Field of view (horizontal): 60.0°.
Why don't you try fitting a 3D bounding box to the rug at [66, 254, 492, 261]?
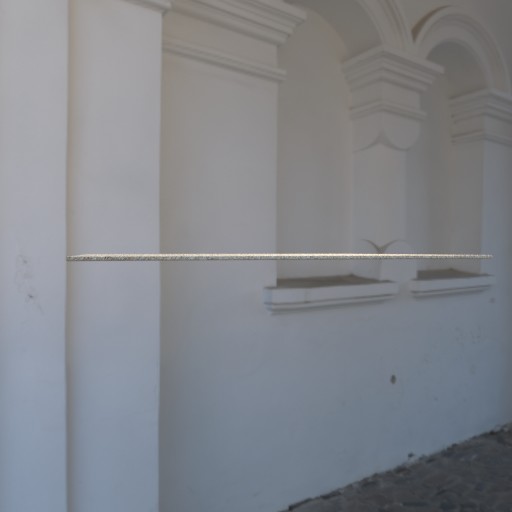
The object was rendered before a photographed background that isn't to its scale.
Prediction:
[{"bbox_3d":[0.000,0.000,4.041,3.000,0.026,2.400,0,1,-18],"label":"rug"}]
